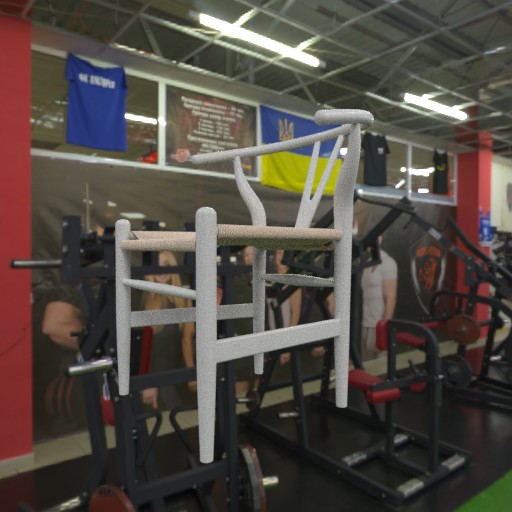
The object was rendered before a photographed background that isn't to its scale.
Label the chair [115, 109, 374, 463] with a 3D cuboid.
[{"bbox_3d":[0.000,0.000,1.139,0.579,0.730,0.569,-1,2,-35],"label":"chair"}]
